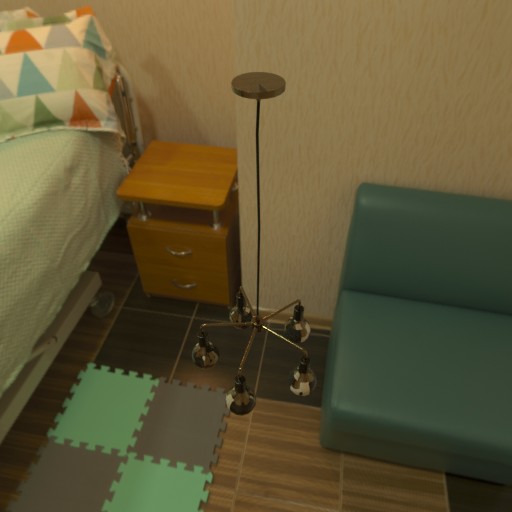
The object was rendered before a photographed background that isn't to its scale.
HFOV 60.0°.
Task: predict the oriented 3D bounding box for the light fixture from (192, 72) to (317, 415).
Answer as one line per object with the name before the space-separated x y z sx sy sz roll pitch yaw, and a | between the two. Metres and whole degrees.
light fixture | 0.000 0.000 1.245 0.438 0.988 0.421 -13 44 -14
